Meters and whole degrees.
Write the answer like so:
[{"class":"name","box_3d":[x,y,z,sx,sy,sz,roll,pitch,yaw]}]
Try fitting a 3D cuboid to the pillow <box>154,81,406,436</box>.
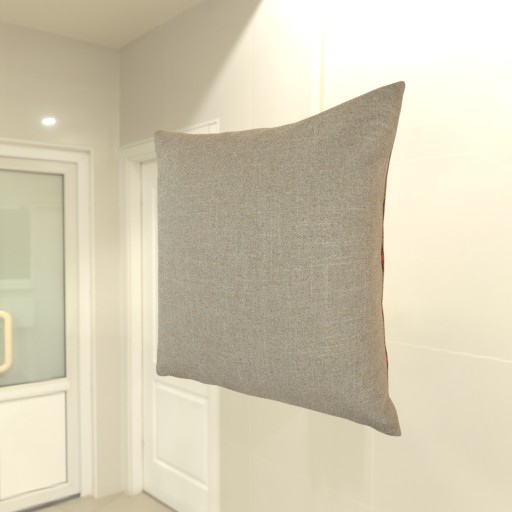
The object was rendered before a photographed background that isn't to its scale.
[{"class":"pillow","box_3d":[0.000,0.000,0.778,0.513,0.511,0.158,1,2,36]}]
